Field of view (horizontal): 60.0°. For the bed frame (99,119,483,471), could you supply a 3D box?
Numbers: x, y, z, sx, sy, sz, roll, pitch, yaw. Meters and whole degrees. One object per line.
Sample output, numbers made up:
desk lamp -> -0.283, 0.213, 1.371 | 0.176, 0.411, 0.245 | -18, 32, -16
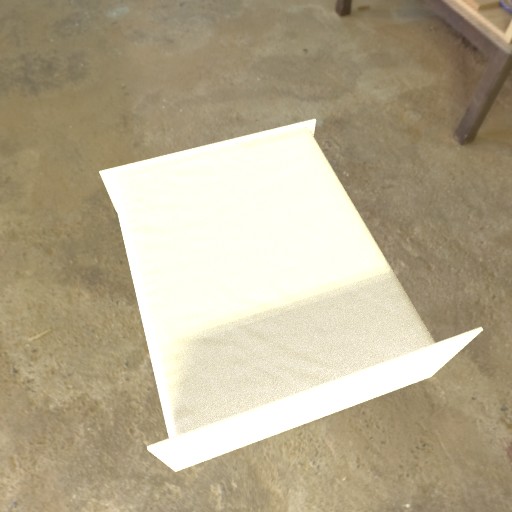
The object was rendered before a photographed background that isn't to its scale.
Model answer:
bed frame -> 0.000, 0.000, 2.948 | 1.720, 0.800, 2.060 | -16, 59, -10
